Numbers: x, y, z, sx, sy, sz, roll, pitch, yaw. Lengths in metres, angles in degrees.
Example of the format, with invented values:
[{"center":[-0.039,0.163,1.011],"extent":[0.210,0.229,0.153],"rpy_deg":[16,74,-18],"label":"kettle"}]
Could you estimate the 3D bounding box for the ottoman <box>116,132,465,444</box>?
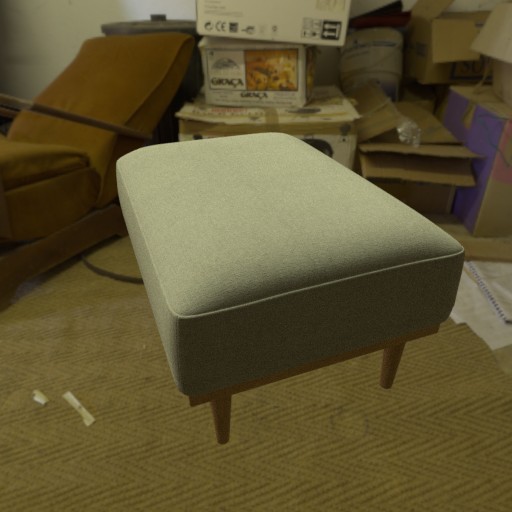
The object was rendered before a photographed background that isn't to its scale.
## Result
[{"center":[0.000,0.000,1.066],"extent":[0.549,0.428,0.749],"rpy_deg":[-11,33,-18],"label":"ottoman"}]
